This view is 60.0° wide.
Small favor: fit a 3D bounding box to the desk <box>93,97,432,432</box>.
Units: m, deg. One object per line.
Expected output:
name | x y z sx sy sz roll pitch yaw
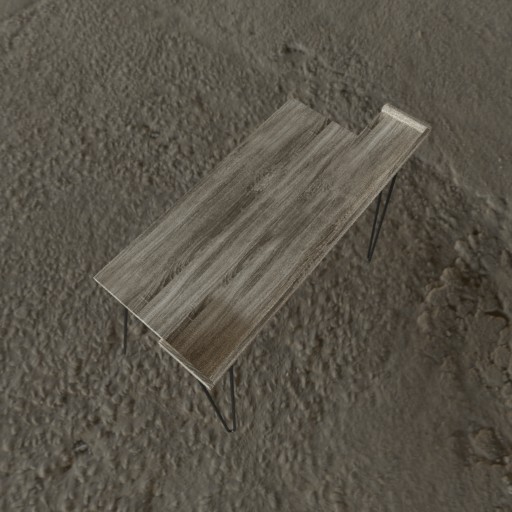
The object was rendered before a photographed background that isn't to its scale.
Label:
desk | 0.000 0.000 1.672 0.605 0.899 1.135 36 68 17
